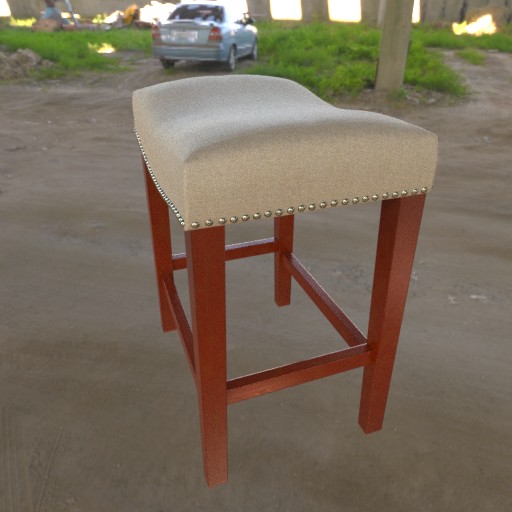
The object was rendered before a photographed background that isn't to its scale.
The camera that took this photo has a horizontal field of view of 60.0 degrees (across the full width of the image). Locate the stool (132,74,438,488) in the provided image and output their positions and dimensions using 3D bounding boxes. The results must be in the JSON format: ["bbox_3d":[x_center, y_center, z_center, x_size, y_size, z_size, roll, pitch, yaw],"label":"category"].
[{"bbox_3d":[0.000,0.000,0.901,0.375,0.632,0.509,-10,32,-17],"label":"stool"}]
